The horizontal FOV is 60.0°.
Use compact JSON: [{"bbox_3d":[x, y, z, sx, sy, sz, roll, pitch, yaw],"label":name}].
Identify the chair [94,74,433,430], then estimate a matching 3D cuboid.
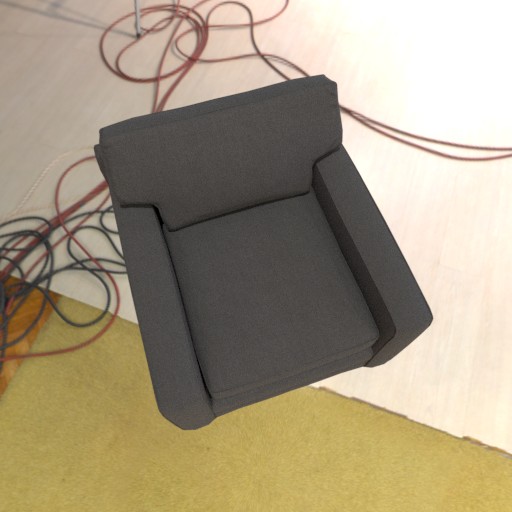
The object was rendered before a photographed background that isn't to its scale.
[{"bbox_3d":[0.000,0.000,1.816,0.997,0.913,1.043,-17,65,-8],"label":"chair"}]
